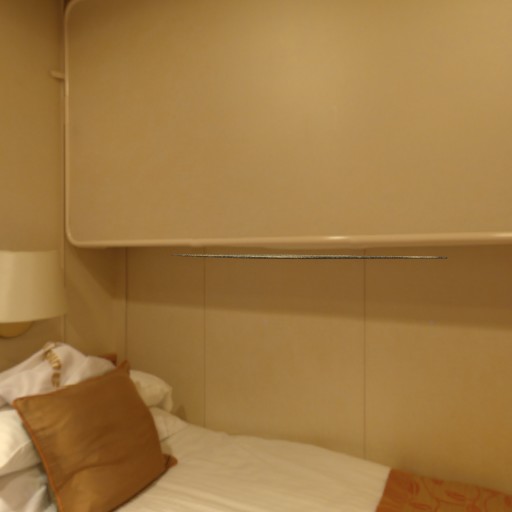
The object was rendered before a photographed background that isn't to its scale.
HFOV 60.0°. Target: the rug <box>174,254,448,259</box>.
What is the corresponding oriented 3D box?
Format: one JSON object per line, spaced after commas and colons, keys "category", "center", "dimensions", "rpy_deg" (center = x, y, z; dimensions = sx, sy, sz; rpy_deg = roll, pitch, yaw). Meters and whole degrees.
{"category": "rug", "center": [0.000, 0.000, 2.702], "dimensions": [0.760, 0.012, 2.434], "rpy_deg": [0, 0, -17]}
